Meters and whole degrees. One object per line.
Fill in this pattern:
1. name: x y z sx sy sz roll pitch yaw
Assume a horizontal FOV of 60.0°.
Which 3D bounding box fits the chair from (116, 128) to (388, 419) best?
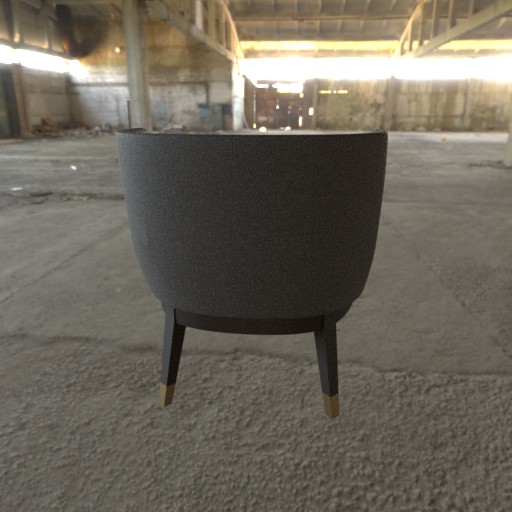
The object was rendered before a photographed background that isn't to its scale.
1. chair: 0.000 0.000 1.250 0.639 0.695 0.698 2 18 6
